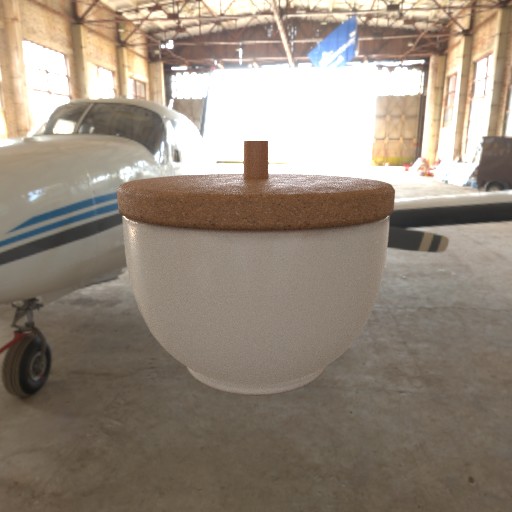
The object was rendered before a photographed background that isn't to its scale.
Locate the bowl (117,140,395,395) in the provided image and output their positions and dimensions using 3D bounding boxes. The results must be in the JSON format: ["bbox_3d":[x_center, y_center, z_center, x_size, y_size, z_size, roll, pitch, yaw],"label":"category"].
[{"bbox_3d":[0.000,0.000,0.218,0.126,0.110,0.126,0,14,0],"label":"bowl"}]
